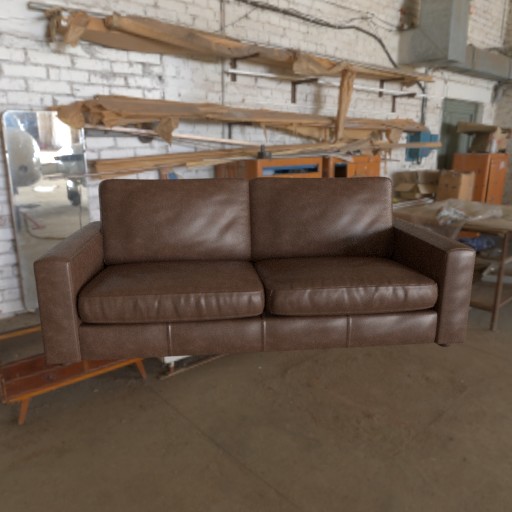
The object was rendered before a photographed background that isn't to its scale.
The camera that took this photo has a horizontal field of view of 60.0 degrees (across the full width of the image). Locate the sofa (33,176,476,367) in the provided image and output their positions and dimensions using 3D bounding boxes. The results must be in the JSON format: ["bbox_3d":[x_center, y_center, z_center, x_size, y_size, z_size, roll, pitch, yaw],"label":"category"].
[{"bbox_3d":[0.000,0.000,2.626,2.179,0.873,1.016,-2,15,-6],"label":"sofa"}]
